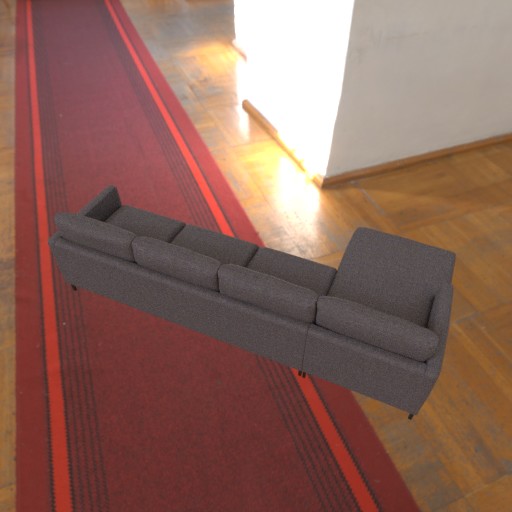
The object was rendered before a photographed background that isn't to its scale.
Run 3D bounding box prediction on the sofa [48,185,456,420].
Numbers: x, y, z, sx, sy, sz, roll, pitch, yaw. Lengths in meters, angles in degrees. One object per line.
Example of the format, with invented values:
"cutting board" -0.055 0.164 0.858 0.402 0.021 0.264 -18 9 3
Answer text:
"sofa" 0.000 0.000 3.271 2.731 0.754 1.258 17 48 16
